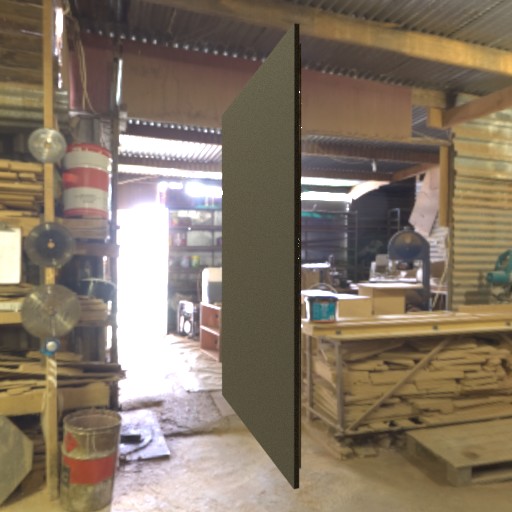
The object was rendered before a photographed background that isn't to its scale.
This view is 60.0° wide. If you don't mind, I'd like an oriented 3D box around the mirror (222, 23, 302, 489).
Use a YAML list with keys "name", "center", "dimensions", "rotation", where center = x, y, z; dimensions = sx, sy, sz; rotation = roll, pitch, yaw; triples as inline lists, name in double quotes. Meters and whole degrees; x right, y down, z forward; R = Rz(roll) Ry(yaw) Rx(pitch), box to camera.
- name: "mirror"
  center: [0.000, 0.000, 1.165]
  dimensions: [0.039, 0.914, 0.613]
  rotation: [0, 0, -18]
